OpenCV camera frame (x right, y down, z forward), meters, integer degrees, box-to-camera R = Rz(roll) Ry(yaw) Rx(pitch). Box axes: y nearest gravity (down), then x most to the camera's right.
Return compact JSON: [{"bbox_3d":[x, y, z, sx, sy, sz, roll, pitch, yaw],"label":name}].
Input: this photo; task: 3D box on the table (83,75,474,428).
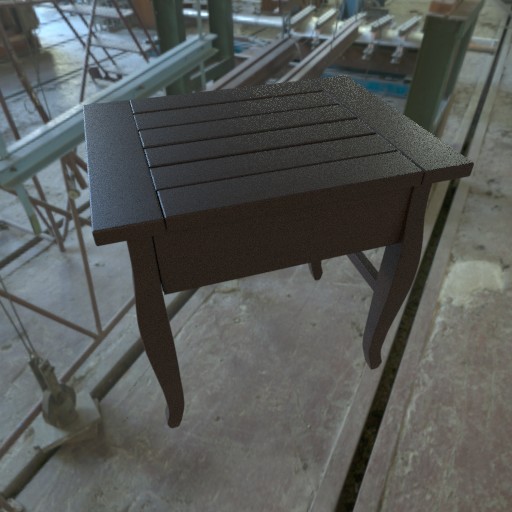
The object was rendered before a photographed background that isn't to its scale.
[{"bbox_3d":[0.000,0.000,1.012,0.602,0.605,0.460,-12,41,-14],"label":"table"}]
